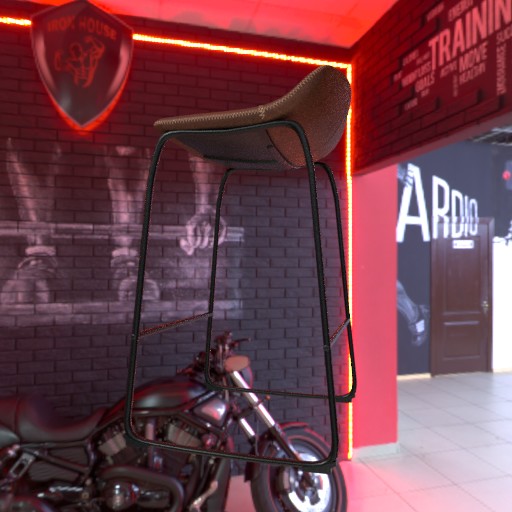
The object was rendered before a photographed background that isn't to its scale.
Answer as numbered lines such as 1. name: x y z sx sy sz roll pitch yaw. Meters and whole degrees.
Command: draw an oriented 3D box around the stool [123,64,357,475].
1. stool: 0.000 0.000 1.117 0.473 0.830 0.454 0 -1 17
